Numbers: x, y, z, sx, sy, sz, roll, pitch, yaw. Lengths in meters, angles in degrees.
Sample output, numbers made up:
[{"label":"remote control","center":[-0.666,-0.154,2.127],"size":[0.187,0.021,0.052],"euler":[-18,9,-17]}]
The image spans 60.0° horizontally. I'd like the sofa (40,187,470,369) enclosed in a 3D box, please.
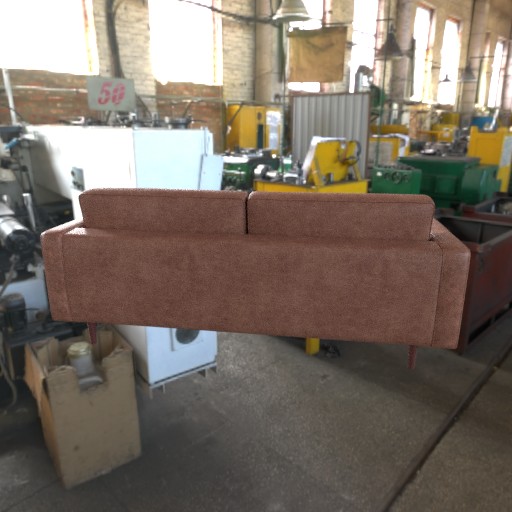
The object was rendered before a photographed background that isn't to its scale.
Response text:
[{"label":"sofa","center":[0.000,0.000,2.343],"size":[1.870,0.760,0.910],"euler":[3,17,8]}]
